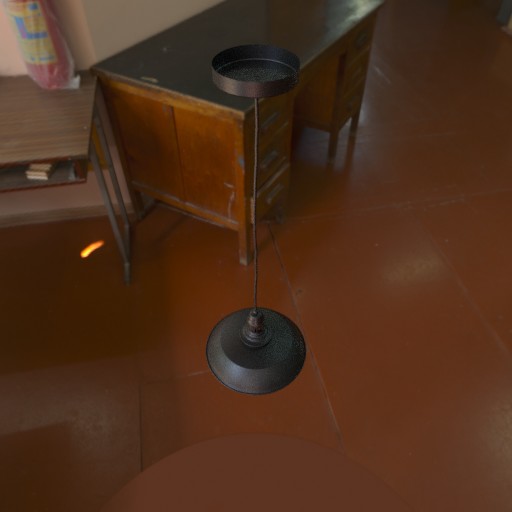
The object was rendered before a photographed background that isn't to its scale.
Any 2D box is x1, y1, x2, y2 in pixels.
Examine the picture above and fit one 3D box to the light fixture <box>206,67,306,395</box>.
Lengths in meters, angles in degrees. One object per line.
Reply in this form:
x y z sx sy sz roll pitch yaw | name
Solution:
0.000 0.000 1.141 0.331 0.993 0.331 17 49 15 | light fixture
